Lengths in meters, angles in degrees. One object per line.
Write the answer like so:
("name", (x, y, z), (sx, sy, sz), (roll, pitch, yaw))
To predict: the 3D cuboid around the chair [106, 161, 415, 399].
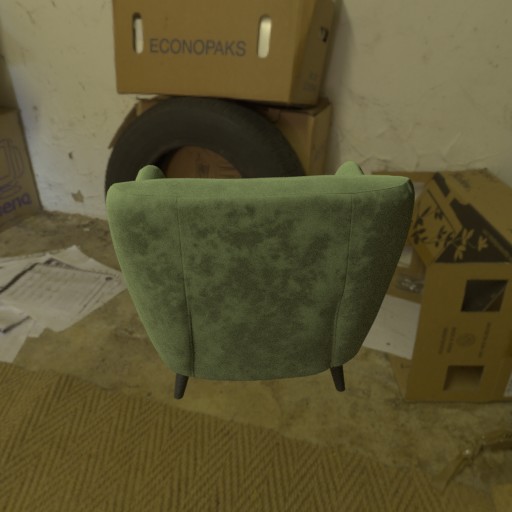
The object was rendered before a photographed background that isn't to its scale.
("chair", (0.000, 0.000, 1.496), (0.840, 0.804, 0.819), (-2, 30, -3))
